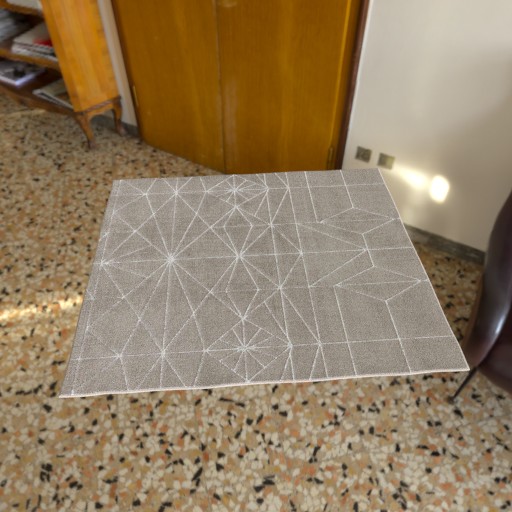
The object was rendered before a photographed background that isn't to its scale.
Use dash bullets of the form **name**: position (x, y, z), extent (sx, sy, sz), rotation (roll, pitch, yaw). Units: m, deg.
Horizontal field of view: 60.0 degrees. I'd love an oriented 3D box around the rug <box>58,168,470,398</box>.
- **rug**: position (0.000, 0.000, 0.872), extent (0.639, 0.006, 0.548), rotation (-3, 46, -3)
